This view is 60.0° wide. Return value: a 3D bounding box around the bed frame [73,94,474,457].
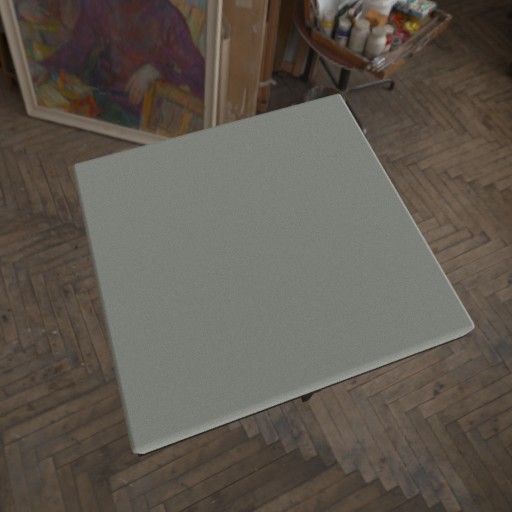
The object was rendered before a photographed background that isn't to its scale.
[{"bbox_3d":[0.000,0.000,3.915,2.635,0.680,2.526,-18,66,-8],"label":"bed frame"}]
